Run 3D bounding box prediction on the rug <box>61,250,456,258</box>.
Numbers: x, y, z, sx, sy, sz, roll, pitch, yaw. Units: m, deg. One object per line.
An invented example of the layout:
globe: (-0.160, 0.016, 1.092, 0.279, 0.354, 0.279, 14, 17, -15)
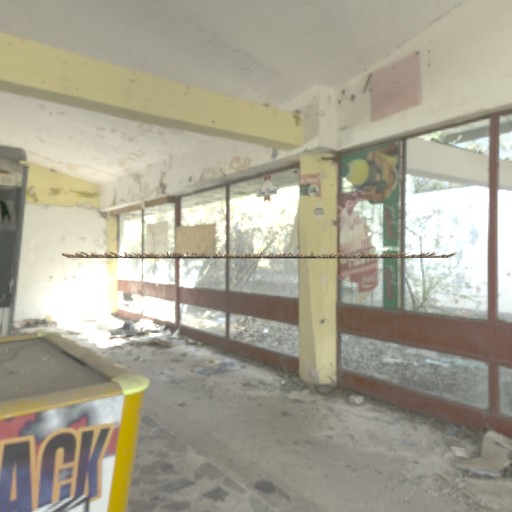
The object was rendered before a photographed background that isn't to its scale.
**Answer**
rug: (0.000, 0.000, 4.333, 2.418, 0.047, 3.307, 0, 0, -1)
